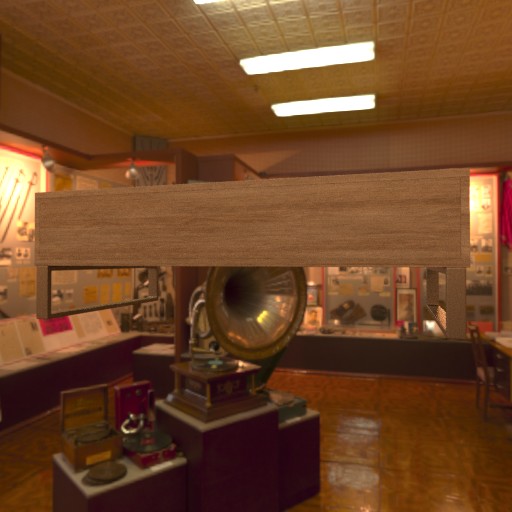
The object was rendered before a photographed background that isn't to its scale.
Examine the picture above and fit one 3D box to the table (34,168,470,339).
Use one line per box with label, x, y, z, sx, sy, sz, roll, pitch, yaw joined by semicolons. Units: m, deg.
table;0.000;0.000;1.351;1.100;0.350;0.600;0;-1;17
